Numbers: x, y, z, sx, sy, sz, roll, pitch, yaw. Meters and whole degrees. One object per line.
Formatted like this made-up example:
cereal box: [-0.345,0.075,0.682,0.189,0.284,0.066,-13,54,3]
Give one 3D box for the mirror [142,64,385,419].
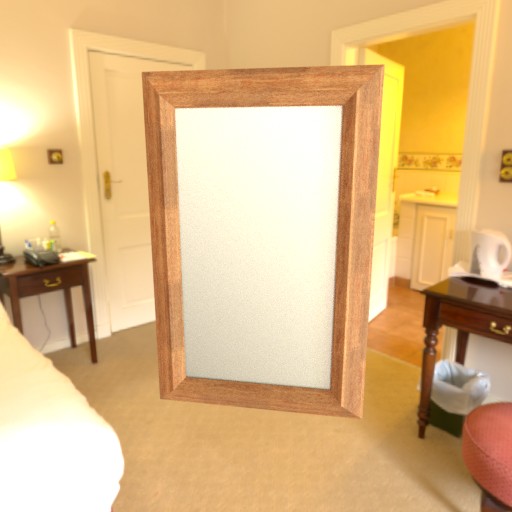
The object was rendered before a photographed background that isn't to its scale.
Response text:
mirror: [0.000,0.000,1.268,0.651,1.010,0.047,2,14,10]
